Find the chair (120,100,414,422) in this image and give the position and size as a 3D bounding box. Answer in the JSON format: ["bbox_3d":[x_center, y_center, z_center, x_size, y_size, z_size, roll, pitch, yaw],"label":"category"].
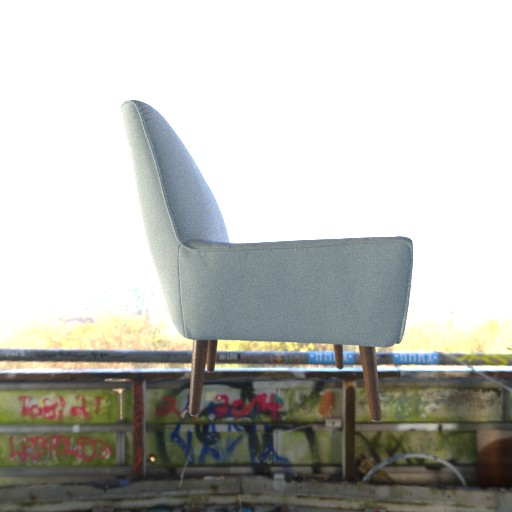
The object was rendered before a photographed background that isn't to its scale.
[{"bbox_3d":[0.000,0.000,1.459,0.822,0.888,0.787,0,1,0],"label":"chair"}]
